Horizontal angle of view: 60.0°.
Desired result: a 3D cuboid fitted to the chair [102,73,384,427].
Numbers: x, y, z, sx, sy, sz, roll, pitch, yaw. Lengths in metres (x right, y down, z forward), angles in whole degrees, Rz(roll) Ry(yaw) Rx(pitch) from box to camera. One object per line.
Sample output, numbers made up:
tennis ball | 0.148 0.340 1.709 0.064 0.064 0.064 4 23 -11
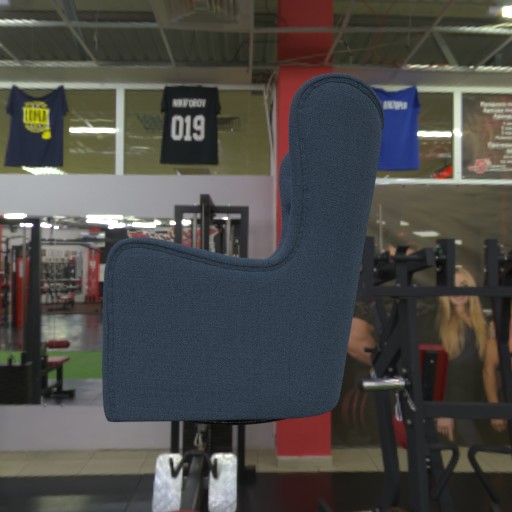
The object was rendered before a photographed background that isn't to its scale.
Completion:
chair | 0.000 0.000 1.706 0.930 1.079 0.831 0 -1 1
